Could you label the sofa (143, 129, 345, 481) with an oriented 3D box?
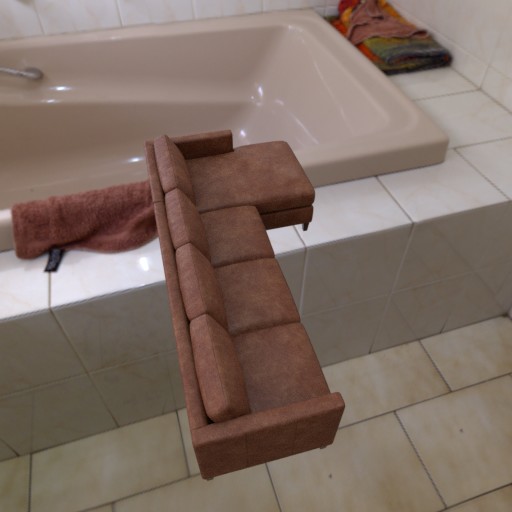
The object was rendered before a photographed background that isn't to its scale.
[{"bbox_3d":[0.000,0.000,3.900,1.581,0.883,3.203,-11,48,-10],"label":"sofa"}]
